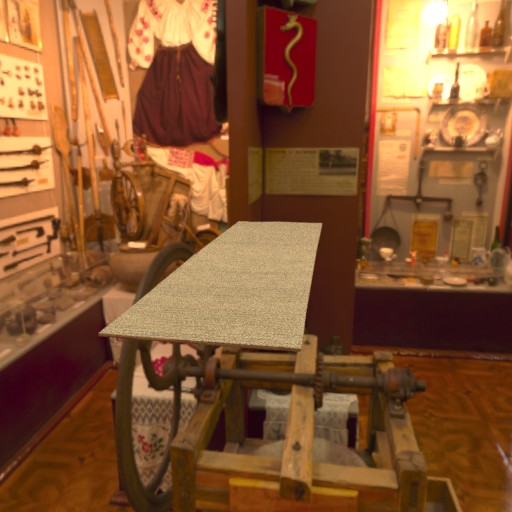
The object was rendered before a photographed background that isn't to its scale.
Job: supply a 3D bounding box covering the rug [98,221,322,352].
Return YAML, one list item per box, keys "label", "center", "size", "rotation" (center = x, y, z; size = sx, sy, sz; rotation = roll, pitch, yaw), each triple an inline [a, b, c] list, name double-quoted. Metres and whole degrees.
- label: "rug"
  center: [0.000, 0.000, 2.553]
  size: [0.692, 0.032, 2.320]
  rotation: [2, 14, 10]
